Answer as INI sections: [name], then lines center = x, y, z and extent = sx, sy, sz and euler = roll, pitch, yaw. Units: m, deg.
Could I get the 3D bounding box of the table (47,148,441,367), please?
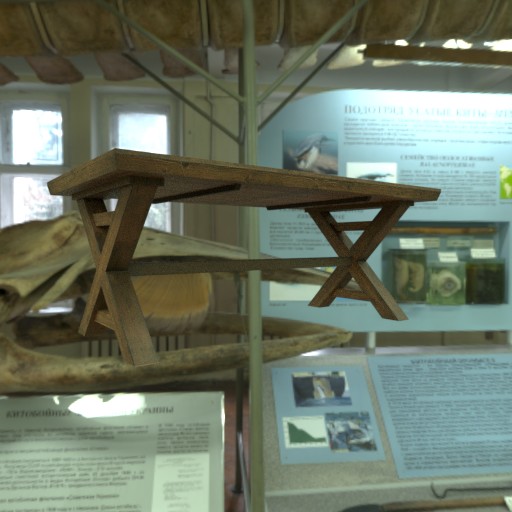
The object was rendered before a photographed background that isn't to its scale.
[table]
center = 0.000, 0.000, 2.516
extent = 1.966, 0.793, 1.071
euler = -1, 2, -36
